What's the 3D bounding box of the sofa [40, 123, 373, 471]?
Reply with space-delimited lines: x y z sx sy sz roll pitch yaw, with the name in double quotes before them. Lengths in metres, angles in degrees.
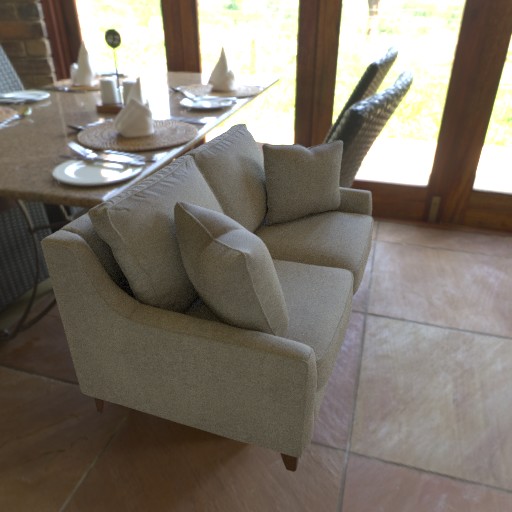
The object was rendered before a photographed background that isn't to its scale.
"sofa" 0.000 0.000 1.959 0.915 0.863 1.422 10 31 17
